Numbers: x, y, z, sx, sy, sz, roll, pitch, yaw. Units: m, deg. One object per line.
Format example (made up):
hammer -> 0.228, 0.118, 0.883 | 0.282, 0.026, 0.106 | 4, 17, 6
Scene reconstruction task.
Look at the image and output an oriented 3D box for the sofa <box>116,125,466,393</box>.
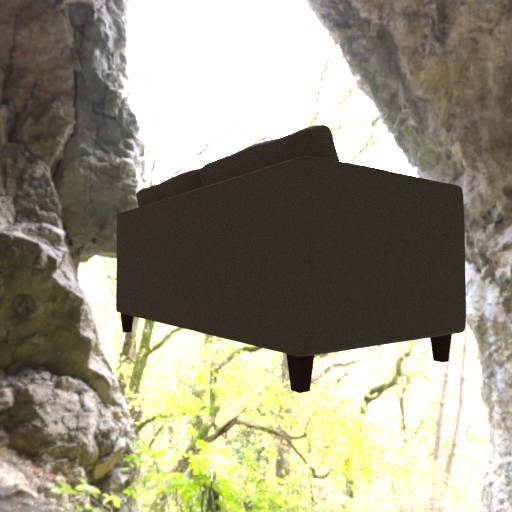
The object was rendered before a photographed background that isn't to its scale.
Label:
sofa -> 0.000, 0.000, 2.398 | 0.951, 0.947, 1.884 | 1, -2, -35
